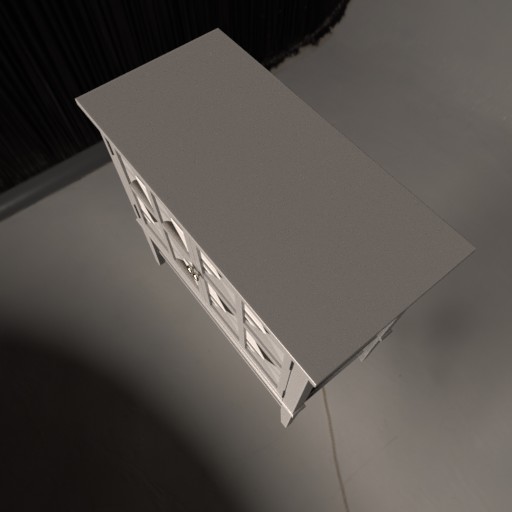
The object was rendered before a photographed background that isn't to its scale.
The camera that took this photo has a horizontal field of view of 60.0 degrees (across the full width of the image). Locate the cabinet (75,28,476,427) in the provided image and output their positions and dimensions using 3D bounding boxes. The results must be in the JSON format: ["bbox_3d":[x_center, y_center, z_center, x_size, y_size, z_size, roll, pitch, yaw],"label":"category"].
[{"bbox_3d":[0.000,0.000,1.243,0.396,0.780,0.801,-35,67,-17],"label":"cabinet"}]
